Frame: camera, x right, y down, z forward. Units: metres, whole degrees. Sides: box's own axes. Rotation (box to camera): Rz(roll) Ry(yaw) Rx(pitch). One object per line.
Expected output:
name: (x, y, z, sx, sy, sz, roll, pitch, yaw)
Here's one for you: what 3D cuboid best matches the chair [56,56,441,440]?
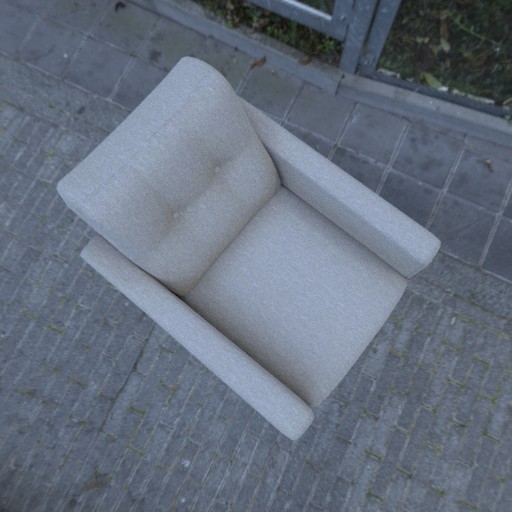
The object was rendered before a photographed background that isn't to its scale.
chair: (0.000, 0.000, 1.786, 1.128, 0.965, 0.897, 38, 79, 9)
